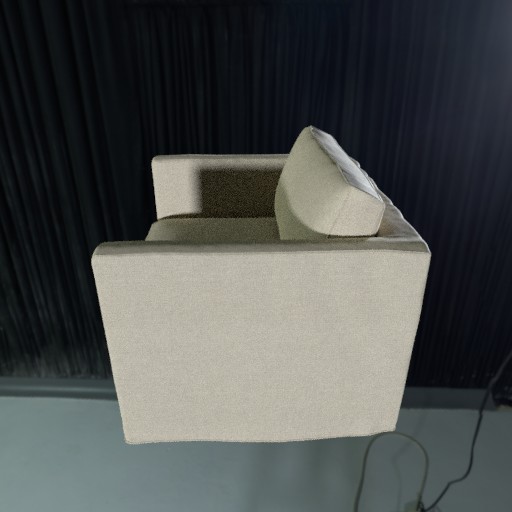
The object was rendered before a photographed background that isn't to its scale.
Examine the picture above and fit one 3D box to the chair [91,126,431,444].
[{"bbox_3d":[0.000,0.000,1.752,0.949,0.867,1.057,-1,27,-2],"label":"chair"}]
